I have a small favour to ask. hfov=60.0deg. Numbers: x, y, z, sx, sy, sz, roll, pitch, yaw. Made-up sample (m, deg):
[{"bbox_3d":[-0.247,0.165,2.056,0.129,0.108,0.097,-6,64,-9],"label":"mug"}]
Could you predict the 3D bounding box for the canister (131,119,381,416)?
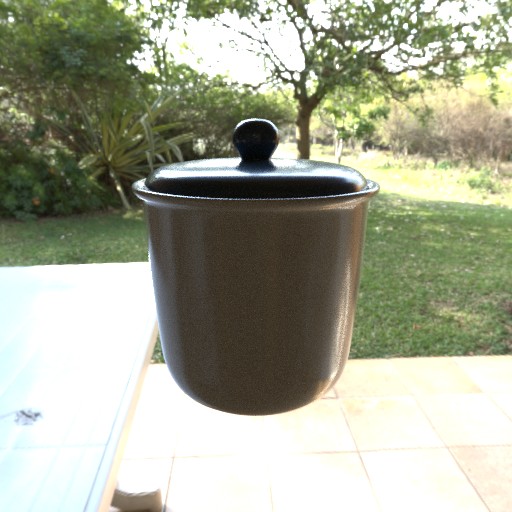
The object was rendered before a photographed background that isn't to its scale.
[{"bbox_3d":[0.000,0.000,0.351,0.182,0.208,0.182,0,16,0],"label":"canister"}]
